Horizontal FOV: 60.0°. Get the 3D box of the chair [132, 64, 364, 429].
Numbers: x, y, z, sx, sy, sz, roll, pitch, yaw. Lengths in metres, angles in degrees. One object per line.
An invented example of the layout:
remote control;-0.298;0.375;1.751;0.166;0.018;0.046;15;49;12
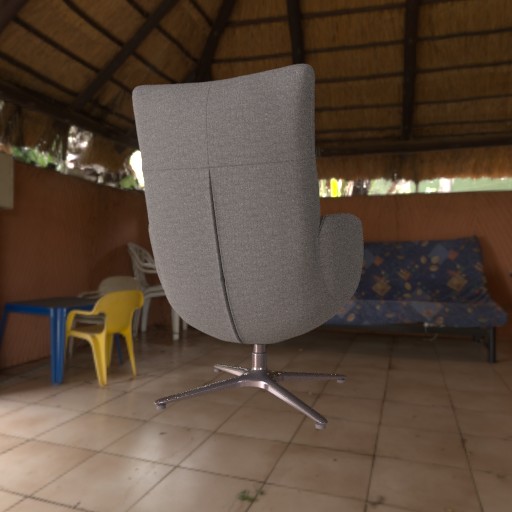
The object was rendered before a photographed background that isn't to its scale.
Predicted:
chair;0.000;0.000;1.543;0.702;0.984;0.831;0;0;18
